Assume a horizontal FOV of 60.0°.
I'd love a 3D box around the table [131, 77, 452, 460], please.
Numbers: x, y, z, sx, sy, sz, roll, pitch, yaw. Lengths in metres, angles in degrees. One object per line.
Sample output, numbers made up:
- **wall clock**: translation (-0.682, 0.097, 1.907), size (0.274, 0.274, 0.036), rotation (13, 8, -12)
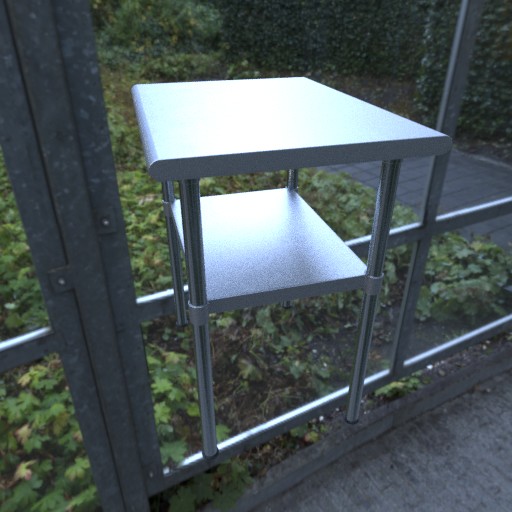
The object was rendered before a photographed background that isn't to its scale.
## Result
- **table**: translation (0.000, 0.000, 1.326), size (0.584, 0.876, 0.762), rotation (-8, 31, -14)
